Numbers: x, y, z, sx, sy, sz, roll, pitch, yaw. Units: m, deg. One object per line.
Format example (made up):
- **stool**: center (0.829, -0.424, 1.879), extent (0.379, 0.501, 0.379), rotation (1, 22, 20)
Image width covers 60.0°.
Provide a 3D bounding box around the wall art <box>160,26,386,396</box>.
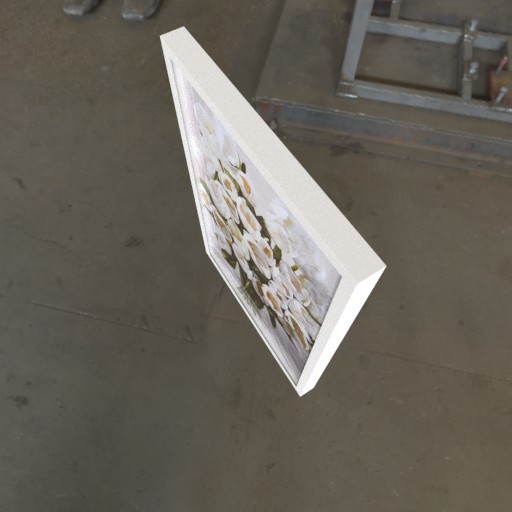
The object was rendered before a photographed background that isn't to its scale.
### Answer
- **wall art**: center (0.000, 0.000, 0.544), extent (0.025, 0.428, 0.293), rotation (-29, 66, -14)
